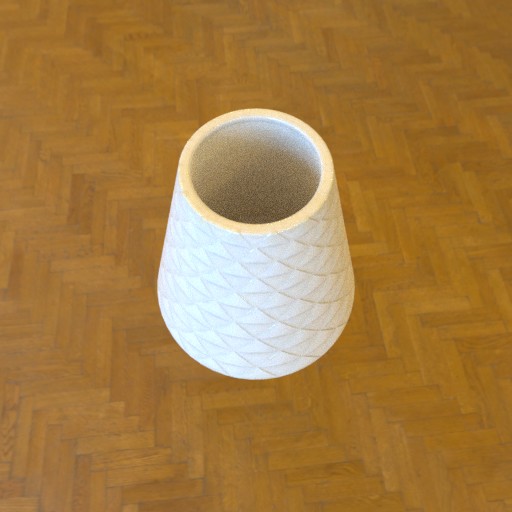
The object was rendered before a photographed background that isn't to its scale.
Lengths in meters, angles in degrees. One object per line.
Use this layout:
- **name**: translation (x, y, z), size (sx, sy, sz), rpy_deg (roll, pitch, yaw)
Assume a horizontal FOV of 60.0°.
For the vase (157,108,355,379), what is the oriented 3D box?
- **vase**: translation (0.000, 0.000, 0.352), size (0.175, 0.230, 0.175), rpy_deg (0, 64, 0)
